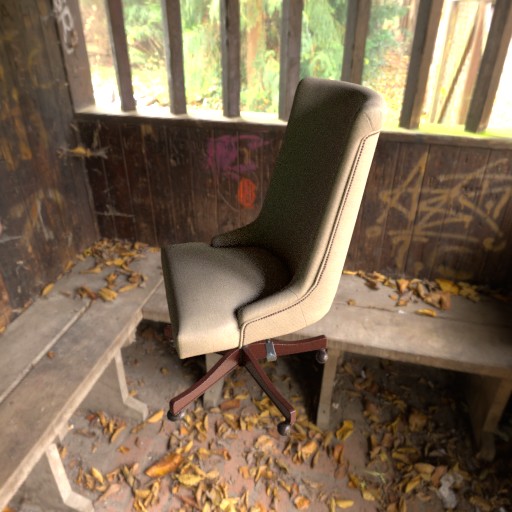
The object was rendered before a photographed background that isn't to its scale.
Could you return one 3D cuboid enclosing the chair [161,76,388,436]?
[{"bbox_3d":[0.000,0.000,1.434,0.696,1.010,0.645,-8,32,-13],"label":"chair"}]
